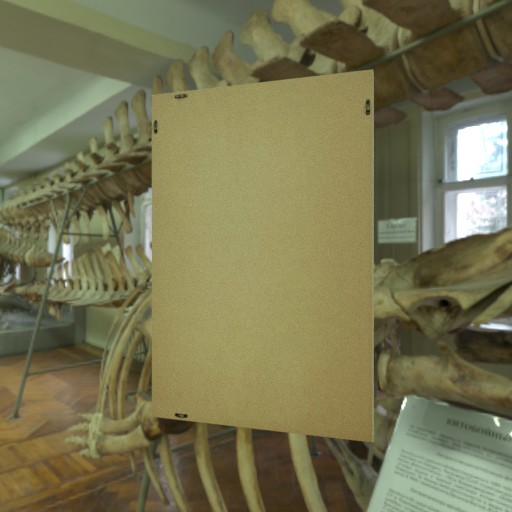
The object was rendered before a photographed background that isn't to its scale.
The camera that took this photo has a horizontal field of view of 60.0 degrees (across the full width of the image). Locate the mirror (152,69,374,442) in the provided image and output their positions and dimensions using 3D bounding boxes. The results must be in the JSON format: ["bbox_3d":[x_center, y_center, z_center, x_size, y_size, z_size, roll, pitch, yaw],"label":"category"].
[{"bbox_3d":[0.000,0.000,1.189,0.609,0.915,0.041,0,0,17],"label":"mirror"}]
